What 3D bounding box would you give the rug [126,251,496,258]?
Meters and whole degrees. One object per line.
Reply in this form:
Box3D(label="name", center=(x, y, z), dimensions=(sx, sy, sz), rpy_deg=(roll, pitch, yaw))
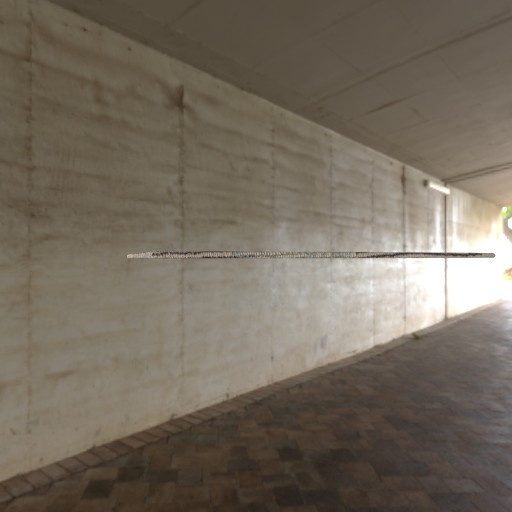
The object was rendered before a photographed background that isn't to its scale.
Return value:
Box3D(label="rug", center=(0.000, 0.000, 2.293), dimensions=(1.238, 0.020, 1.847), rpy_deg=(0, 0, -18))
